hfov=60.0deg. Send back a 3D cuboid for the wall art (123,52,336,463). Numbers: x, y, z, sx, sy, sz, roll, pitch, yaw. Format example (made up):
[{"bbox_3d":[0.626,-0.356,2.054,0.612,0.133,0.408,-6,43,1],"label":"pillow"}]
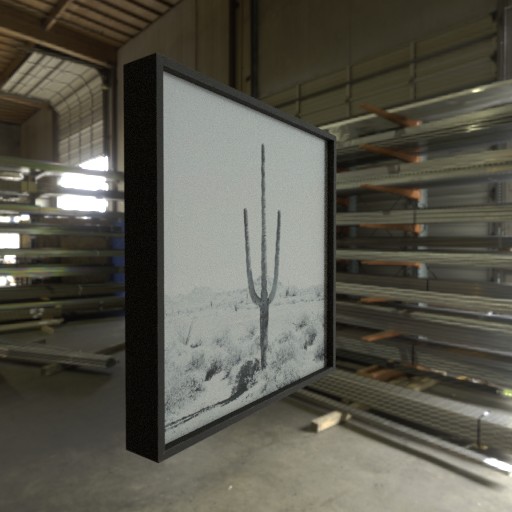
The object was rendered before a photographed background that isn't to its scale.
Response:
[{"bbox_3d":[0.000,0.000,0.463,0.038,0.305,0.305,1,2,35],"label":"wall art"}]
